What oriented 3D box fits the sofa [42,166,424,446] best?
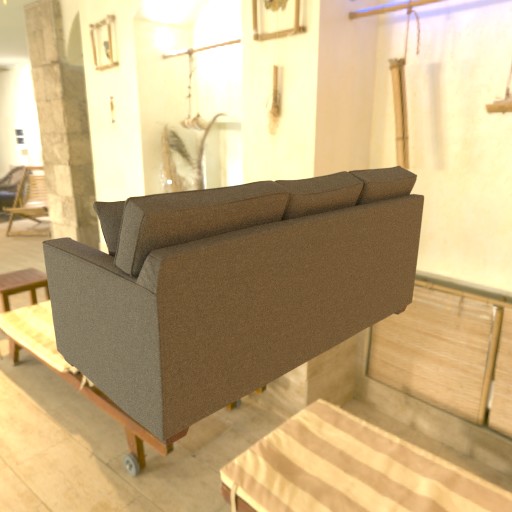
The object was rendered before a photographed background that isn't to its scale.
[{"bbox_3d":[0.000,0.000,2.508,1.963,0.946,1.034,-15,22,-43],"label":"sofa"}]
